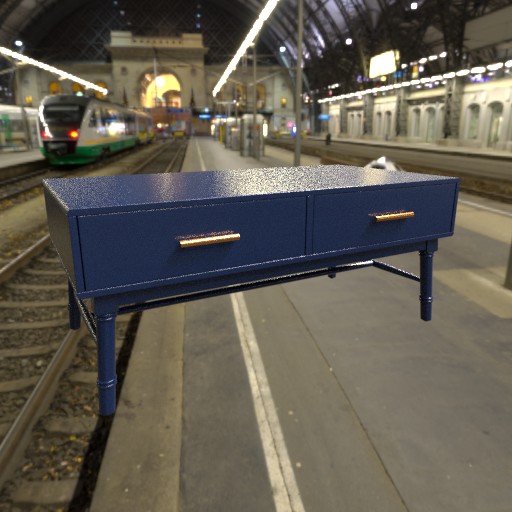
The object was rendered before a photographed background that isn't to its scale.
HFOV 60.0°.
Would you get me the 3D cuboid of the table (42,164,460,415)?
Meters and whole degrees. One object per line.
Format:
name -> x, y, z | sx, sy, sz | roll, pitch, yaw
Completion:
table -> 0.000, 0.000, 1.324 | 1.067, 0.457, 0.572 | -9, 18, -28
